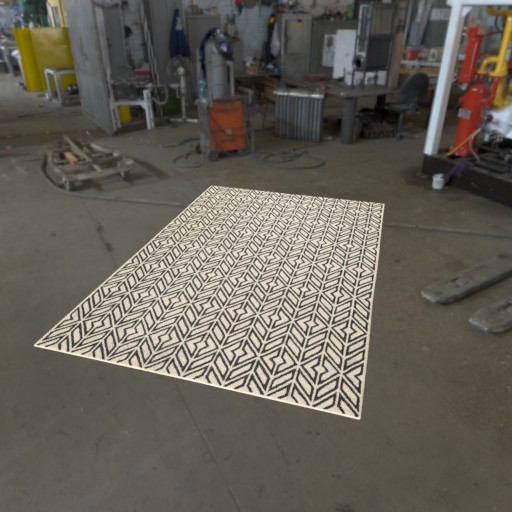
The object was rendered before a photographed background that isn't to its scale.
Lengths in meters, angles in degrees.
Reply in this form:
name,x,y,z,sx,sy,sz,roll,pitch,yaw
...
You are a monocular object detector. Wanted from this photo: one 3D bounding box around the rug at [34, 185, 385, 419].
name,x,y,z,sx,sy,sz,roll,pitch,yaw
rug,0.000,0.000,2.298,1.220,0.007,1.828,8,30,14
